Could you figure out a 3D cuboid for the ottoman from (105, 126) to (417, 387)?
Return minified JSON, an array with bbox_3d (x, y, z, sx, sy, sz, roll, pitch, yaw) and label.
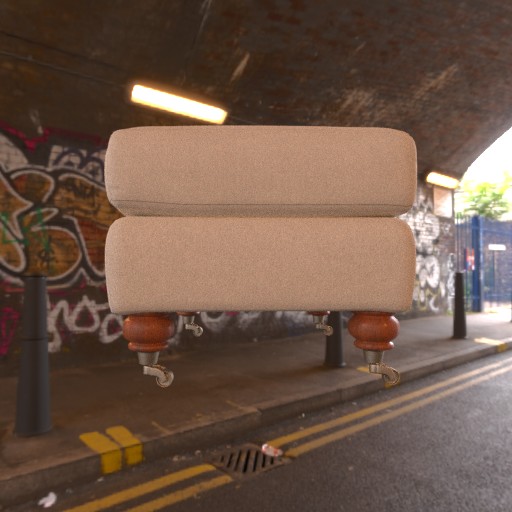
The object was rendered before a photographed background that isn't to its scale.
[{"bbox_3d":[0.000,0.000,1.141,0.569,0.499,0.773,0,-2,-2],"label":"ottoman"}]
